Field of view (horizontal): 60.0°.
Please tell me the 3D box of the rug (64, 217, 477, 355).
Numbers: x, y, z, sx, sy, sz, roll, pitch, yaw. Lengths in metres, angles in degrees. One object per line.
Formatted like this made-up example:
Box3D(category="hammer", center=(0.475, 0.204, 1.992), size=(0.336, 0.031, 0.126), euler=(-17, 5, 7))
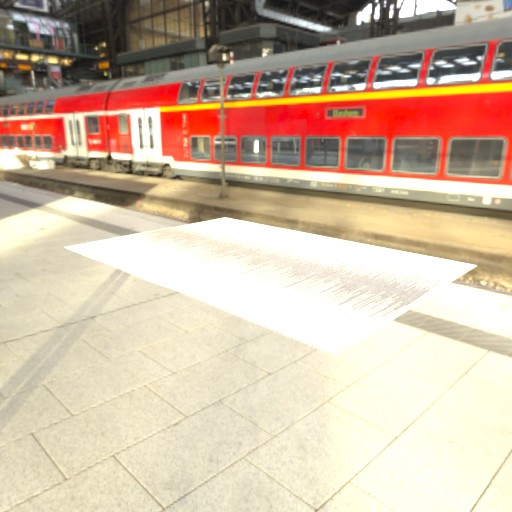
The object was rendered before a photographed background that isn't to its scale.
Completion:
Box3D(category="rug", center=(0.000, 0.000, 2.317), size=(1.815, 0.007, 1.226), euler=(14, 21, 42))
